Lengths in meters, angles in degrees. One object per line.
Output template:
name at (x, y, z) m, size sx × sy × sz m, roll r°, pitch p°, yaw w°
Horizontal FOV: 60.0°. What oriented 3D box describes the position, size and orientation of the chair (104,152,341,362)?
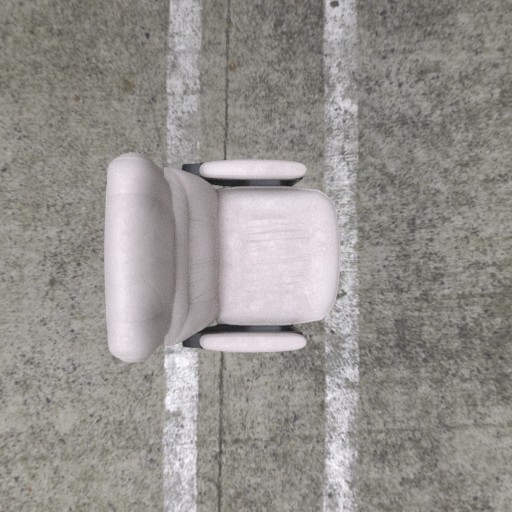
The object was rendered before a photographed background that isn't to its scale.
chair at (0.000, 0.000, 1.572) m, size 0.724 × 1.105 × 0.667 m, roll 0°, pitch 91°, yaw 1°
